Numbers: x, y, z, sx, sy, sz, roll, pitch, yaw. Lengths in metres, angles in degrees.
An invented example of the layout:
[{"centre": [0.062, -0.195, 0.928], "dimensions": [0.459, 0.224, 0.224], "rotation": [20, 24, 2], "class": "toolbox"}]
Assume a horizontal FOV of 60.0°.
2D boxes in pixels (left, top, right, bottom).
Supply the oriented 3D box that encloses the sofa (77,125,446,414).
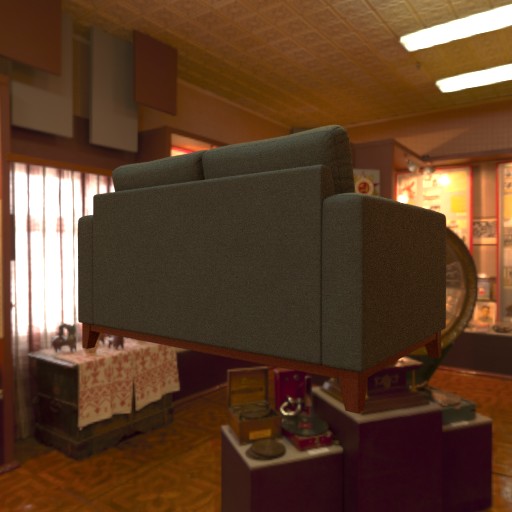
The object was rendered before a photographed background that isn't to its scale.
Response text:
[{"centre": [0.000, 0.000, 2.089], "dimensions": [1.489, 0.903, 0.955], "rotation": [1, 1, 37], "class": "sofa"}]
